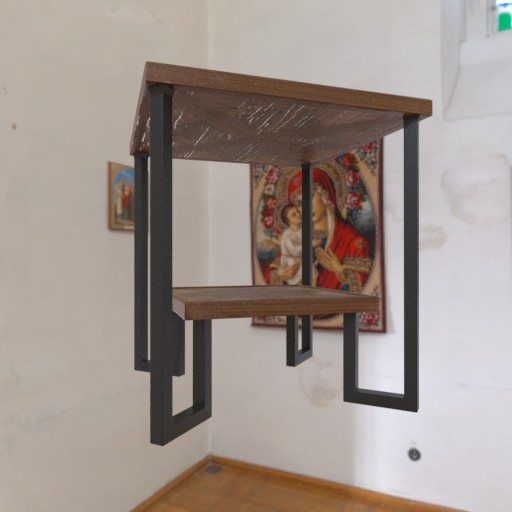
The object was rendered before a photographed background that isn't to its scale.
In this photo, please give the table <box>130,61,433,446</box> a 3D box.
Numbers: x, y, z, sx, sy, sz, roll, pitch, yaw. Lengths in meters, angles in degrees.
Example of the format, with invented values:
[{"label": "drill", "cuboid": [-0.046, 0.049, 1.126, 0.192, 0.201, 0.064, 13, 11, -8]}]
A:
[{"label": "table", "cuboid": [0.000, 0.000, 0.955, 0.503, 0.563, 0.503, 0, 0, -18]}]
